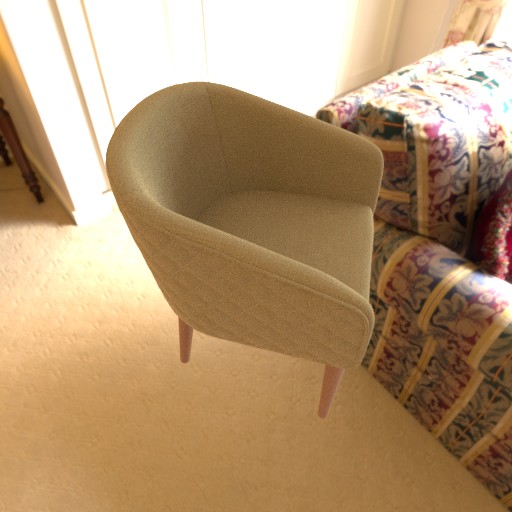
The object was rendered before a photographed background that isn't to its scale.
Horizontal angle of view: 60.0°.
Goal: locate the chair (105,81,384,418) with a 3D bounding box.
[{"bbox_3d":[0.000,0.000,1.220,0.616,0.775,0.584,10,48,9],"label":"chair"}]
